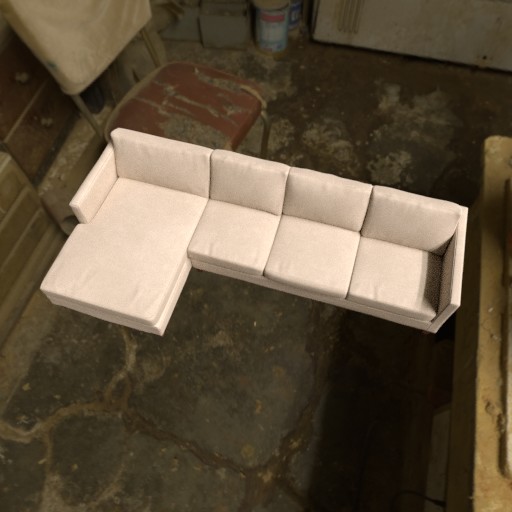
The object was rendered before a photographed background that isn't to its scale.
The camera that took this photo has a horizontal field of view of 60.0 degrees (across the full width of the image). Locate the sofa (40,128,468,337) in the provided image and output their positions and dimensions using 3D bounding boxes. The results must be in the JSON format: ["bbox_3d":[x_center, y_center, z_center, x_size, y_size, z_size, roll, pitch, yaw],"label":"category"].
[{"bbox_3d":[0.000,0.000,3.705,3.186,0.846,1.625,15,61,8],"label":"sofa"}]
